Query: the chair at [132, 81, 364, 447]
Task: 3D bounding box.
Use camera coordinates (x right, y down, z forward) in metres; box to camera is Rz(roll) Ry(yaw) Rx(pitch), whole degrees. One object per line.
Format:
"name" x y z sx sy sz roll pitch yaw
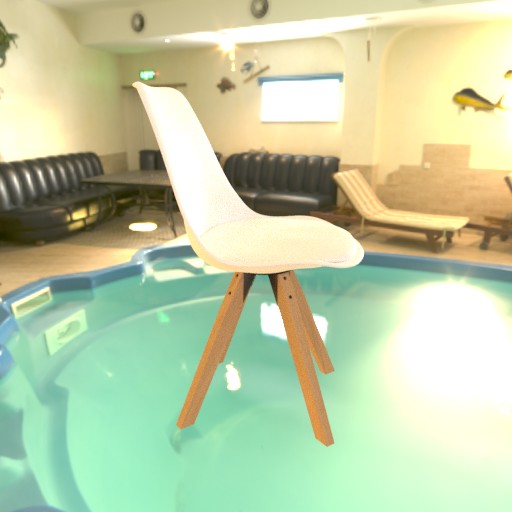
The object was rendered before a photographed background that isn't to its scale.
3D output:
"chair" 0.000 0.000 1.168 0.550 0.849 0.485 3 17 9
